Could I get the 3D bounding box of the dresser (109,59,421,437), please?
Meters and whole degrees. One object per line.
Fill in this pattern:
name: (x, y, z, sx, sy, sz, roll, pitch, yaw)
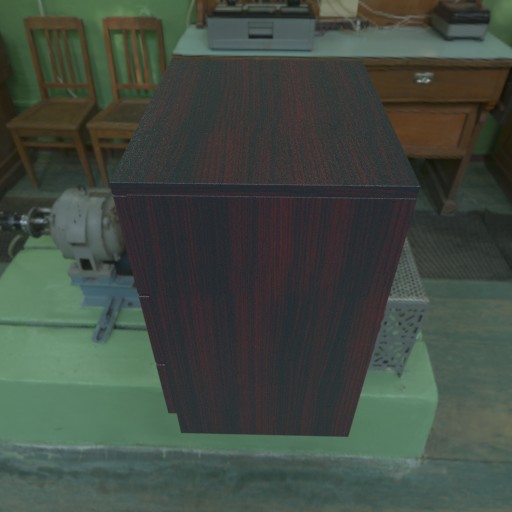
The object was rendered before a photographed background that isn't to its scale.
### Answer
dresser: (0.000, 0.000, 0.810, 0.360, 0.560, 0.400, 1, 42, 1)
